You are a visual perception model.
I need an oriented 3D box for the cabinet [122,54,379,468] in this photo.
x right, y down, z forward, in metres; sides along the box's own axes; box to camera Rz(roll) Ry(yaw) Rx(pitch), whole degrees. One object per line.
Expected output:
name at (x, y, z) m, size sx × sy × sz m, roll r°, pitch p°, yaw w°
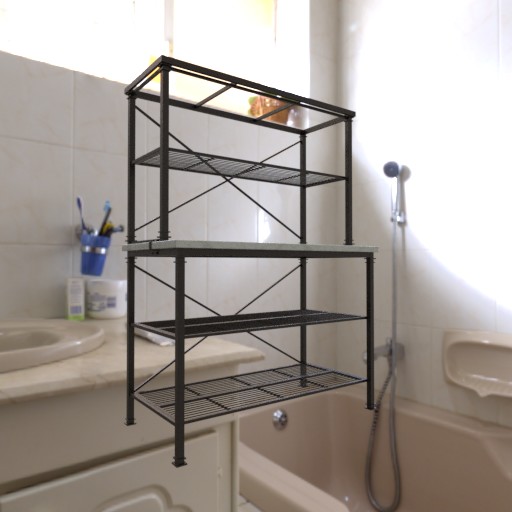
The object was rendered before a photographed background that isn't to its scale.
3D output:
cabinet at (0.000, 0.000, 2.298) m, size 1.210 × 1.659 × 0.610 m, roll 1°, pitch -1°, yaw -36°
